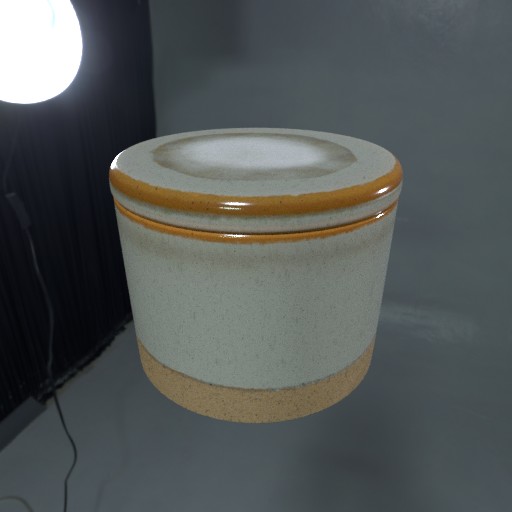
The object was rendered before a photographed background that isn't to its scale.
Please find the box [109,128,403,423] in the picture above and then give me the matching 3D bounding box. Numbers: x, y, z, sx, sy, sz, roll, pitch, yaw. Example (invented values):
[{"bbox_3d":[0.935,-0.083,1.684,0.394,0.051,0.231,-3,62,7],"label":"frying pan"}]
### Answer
[{"bbox_3d":[0.000,0.000,0.213,0.123,0.100,0.123,0,26,0],"label":"box"}]
